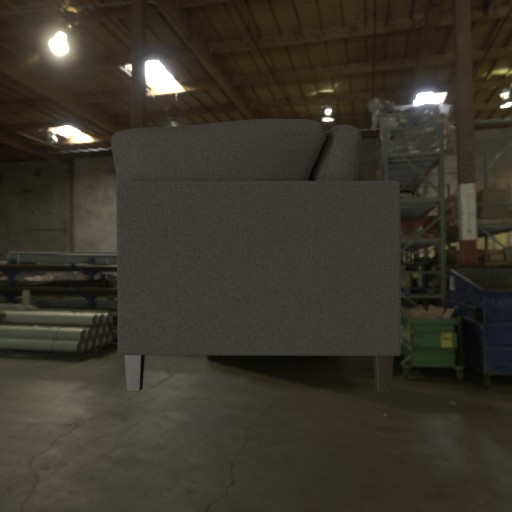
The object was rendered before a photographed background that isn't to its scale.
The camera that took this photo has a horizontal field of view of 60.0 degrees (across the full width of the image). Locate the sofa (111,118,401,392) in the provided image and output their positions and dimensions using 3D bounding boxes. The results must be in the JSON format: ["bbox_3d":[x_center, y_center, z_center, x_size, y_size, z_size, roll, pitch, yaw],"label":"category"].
[{"bbox_3d":[0.000,0.000,2.291,0.969,0.920,1.751,0,-1,1],"label":"sofa"}]
